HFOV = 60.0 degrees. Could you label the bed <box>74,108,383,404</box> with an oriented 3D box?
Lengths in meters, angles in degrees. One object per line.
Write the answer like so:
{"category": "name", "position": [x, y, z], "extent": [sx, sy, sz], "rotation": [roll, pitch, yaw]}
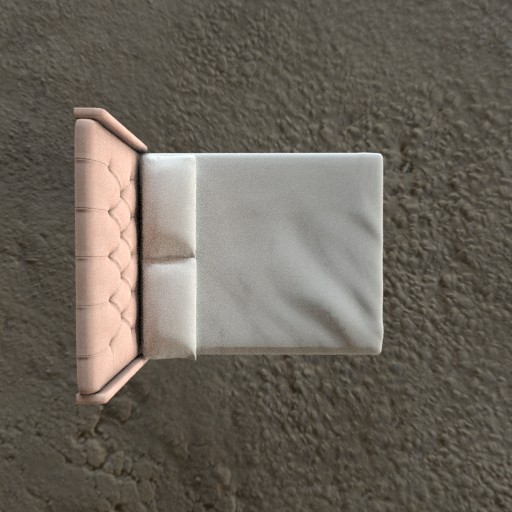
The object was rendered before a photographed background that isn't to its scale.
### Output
{"category": "bed", "position": [0.000, 0.000, 3.330], "extent": [2.066, 1.665, 1.719], "rotation": [0, 91, 1]}
